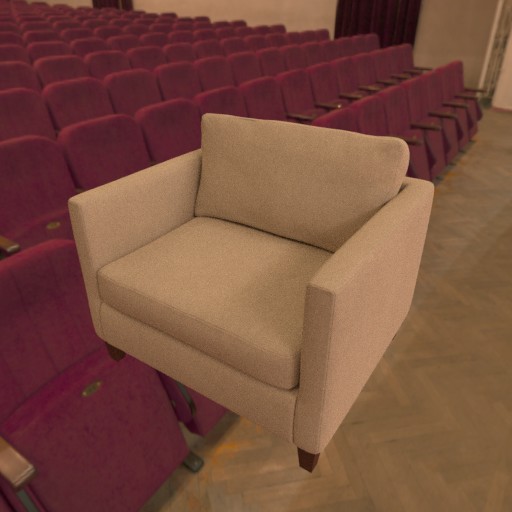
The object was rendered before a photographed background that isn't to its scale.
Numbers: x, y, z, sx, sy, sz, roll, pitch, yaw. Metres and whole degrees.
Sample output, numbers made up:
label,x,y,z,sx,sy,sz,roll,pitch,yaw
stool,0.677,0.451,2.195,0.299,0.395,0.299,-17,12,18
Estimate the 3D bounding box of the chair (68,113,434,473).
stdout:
label,x,y,z,sx,sy,sz,roll,pitch,yaw
chair,0.000,0.000,1.796,1.107,0.961,0.959,18,35,29
